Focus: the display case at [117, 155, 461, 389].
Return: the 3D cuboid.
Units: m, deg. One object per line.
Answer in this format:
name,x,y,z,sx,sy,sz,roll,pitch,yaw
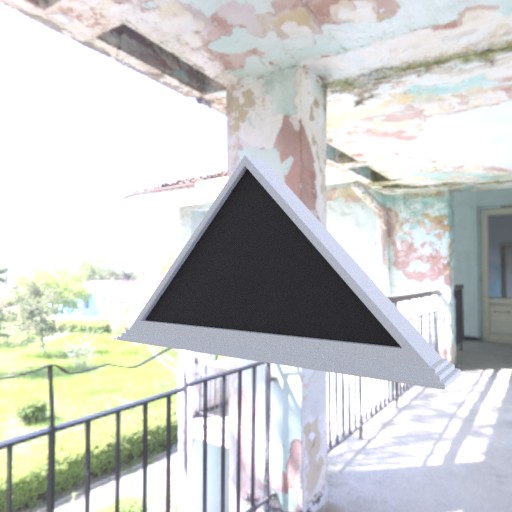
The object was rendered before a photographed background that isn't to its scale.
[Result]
display case,0.000,0.000,0.775,0.640,0.340,0.095,-1,-2,36
